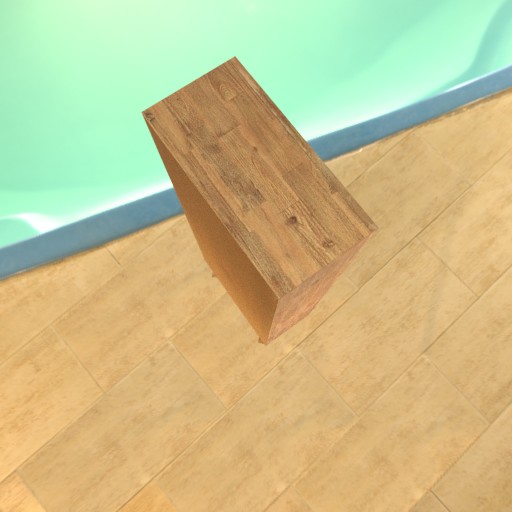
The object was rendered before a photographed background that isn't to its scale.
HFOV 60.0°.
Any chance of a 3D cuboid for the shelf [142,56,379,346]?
[{"bbox_3d":[0.000,0.000,1.547,0.267,1.342,0.491,-35,77,-9],"label":"shelf"}]
